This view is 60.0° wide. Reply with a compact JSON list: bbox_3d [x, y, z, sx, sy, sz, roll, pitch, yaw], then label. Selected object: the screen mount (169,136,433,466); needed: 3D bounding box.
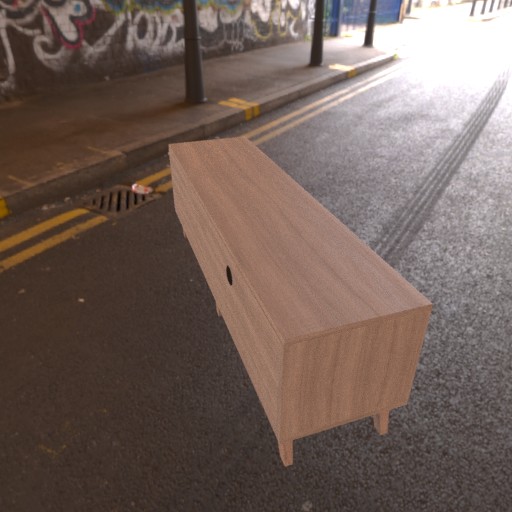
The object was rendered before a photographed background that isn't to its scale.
[{"bbox_3d":[0.000,0.000,1.770,0.401,0.509,1.500,-10,33,-16],"label":"screen mount"}]
